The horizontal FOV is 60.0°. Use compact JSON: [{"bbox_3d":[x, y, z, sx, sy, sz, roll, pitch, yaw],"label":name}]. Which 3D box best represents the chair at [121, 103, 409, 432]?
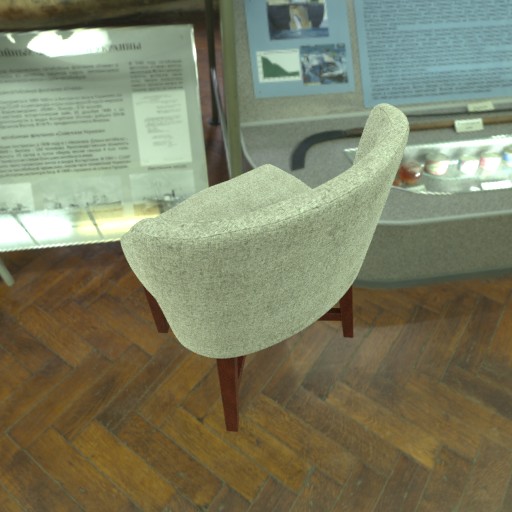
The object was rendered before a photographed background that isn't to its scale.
[{"bbox_3d":[0.000,0.000,1.266,0.728,0.827,0.575,-31,54,-26],"label":"chair"}]
